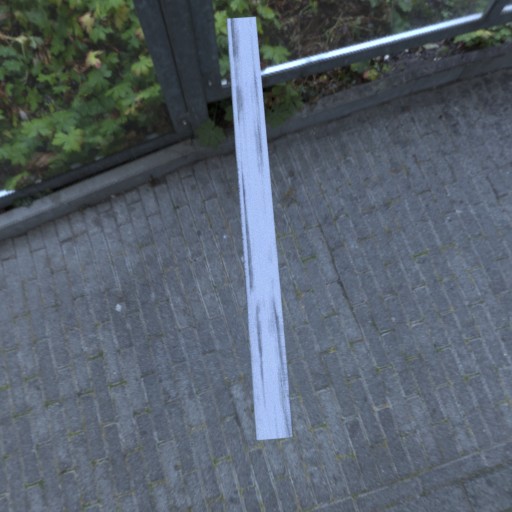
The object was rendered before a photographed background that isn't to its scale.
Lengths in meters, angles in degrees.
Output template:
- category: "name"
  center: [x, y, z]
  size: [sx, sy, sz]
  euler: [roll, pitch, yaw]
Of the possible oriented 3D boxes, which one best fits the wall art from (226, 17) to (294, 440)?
- category: "wall art"
  center: [0.000, 0.000, 0.753]
  size: [0.038, 0.506, 0.506]
  euler: [-4, 76, -1]
